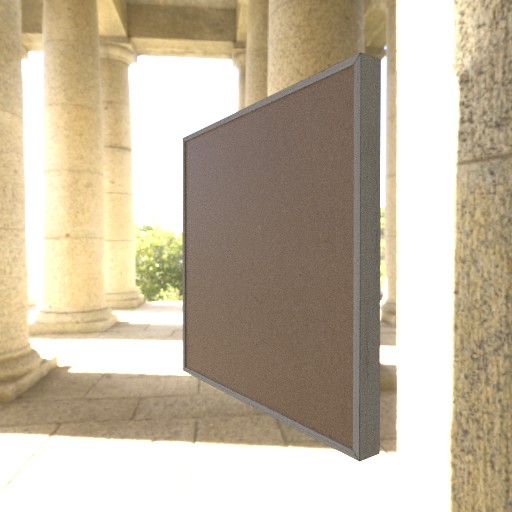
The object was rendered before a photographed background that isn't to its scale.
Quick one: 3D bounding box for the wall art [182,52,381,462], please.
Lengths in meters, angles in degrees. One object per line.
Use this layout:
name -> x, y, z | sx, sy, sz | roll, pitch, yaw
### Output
wall art -> 0.000, 0.000, 0.769 | 0.038, 0.508, 0.508 | -1, 1, -35
